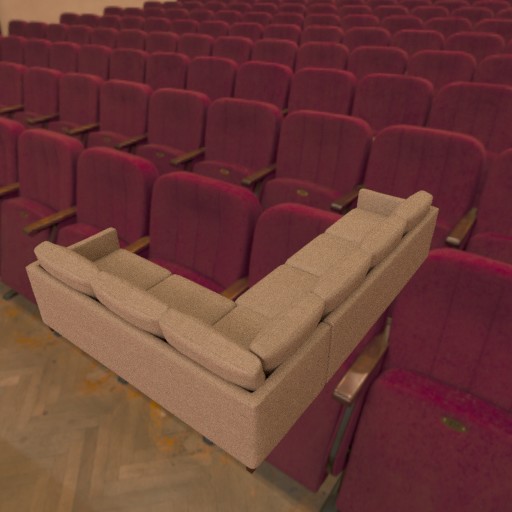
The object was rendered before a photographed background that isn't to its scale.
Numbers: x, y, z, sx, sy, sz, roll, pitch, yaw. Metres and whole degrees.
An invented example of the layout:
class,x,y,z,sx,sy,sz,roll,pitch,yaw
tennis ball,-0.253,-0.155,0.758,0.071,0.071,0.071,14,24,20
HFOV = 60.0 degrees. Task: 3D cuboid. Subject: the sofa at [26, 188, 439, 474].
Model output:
class,x,y,z,sx,sy,sz,roll,pitch,yaw
sofa,0.000,0.000,4.396,2.522,0.934,3.333,22,38,31
